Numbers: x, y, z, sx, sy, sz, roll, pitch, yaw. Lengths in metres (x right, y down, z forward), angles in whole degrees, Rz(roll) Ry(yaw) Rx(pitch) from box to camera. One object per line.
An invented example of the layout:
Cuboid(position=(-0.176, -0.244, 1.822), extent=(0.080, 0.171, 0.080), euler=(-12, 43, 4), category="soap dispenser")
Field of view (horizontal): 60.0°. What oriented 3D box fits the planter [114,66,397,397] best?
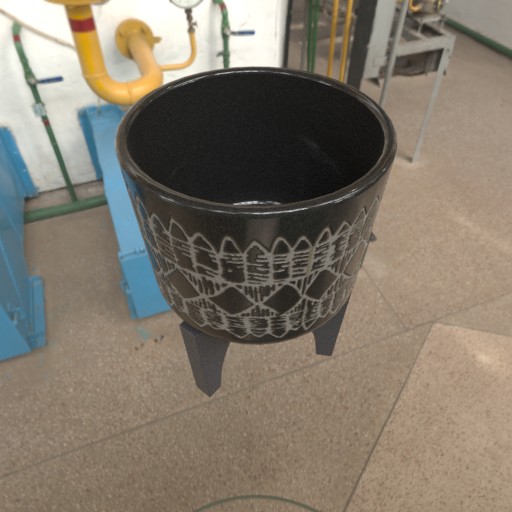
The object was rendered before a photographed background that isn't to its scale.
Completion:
Cuboid(position=(0.000, 0.000, 0.269), extent=(0.129, 0.177, 0.129), euler=(0, 46, 0), category="planter")
